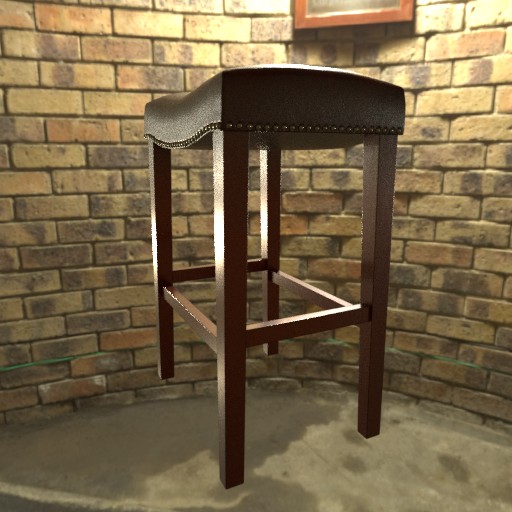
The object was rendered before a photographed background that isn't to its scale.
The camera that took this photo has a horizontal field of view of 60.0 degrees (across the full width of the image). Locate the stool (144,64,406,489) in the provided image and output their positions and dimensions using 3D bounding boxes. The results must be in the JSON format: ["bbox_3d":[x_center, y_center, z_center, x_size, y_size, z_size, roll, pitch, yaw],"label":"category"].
[{"bbox_3d":[0.000,0.000,1.011,0.372,0.742,0.504,-6,15,-26],"label":"stool"}]
